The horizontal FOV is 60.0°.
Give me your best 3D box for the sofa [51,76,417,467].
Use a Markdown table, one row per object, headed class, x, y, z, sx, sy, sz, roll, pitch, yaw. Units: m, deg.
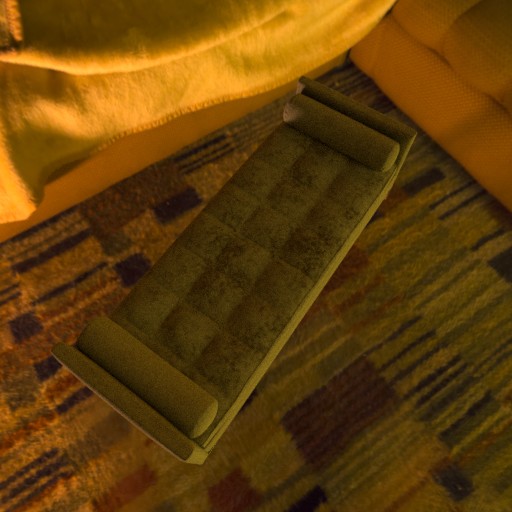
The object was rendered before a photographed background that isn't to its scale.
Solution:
| class | x | y | z | sx | sy | sz | roll | pitch | yaw |
| --- | --- | --- | --- | --- | --- | --- | --- | --- | --- |
| sofa | 0.000 | 0.000 | 2.507 | 0.797 | 0.657 | 2.102 | 32 | 68 | 15 |
